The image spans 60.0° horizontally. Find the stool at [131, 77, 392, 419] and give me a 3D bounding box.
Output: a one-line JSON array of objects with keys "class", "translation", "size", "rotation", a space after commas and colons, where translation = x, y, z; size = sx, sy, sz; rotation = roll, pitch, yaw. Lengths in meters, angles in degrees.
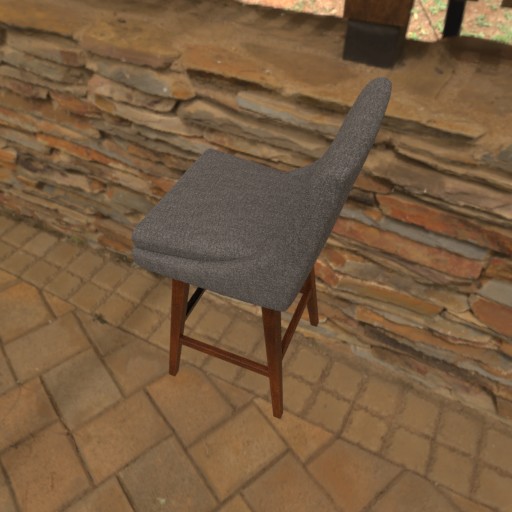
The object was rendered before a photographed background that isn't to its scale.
[{"class": "stool", "translation": [0.000, 0.000, 1.391], "size": [0.572, 1.068, 0.489], "rotation": [17, 48, 16]}]
